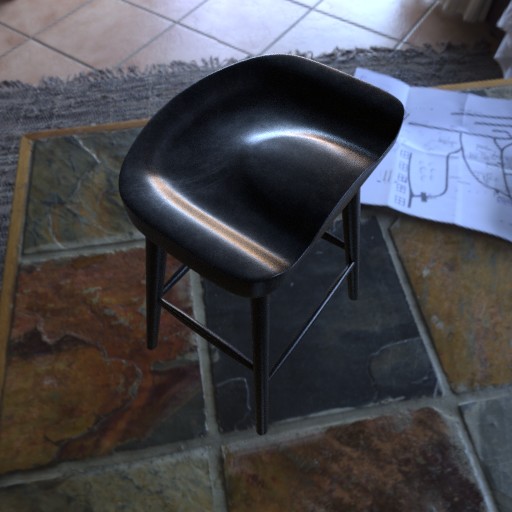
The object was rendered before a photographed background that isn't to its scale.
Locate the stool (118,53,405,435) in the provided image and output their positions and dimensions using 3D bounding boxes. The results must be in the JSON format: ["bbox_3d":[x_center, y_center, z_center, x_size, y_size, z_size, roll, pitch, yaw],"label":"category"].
[{"bbox_3d":[0.000,0.000,0.876,0.361,0.615,0.440,32,63,18],"label":"stool"}]
